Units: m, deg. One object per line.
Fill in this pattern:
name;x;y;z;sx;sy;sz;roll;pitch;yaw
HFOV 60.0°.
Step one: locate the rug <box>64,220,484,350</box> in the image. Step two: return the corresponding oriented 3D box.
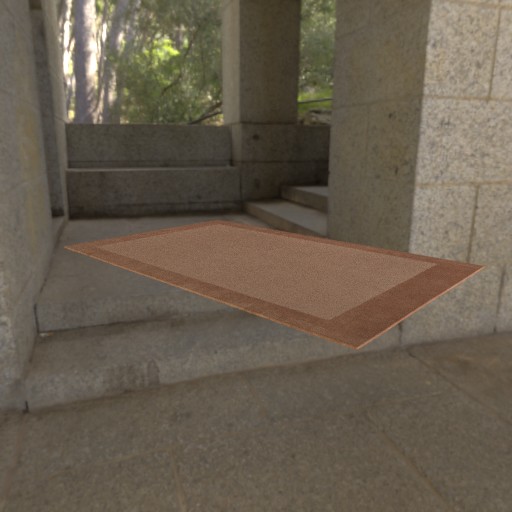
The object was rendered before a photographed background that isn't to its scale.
rug;0.000;0.000;2.999;2.438;0.014;1.524;13;19;41
